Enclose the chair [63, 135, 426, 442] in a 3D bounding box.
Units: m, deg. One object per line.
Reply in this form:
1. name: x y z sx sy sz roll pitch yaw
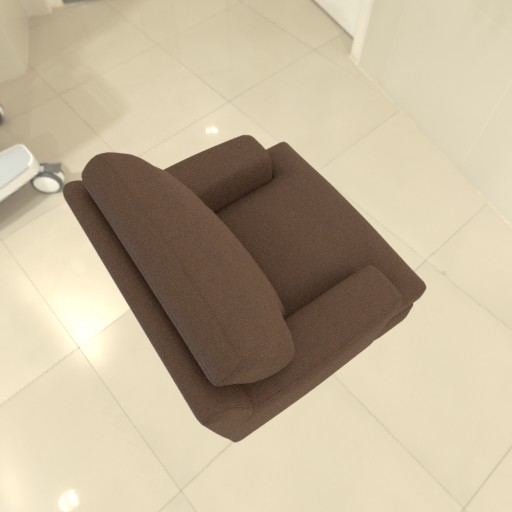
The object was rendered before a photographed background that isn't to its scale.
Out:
1. chair: 0.000 0.000 1.973 1.143 0.940 1.168 -31 65 -16
